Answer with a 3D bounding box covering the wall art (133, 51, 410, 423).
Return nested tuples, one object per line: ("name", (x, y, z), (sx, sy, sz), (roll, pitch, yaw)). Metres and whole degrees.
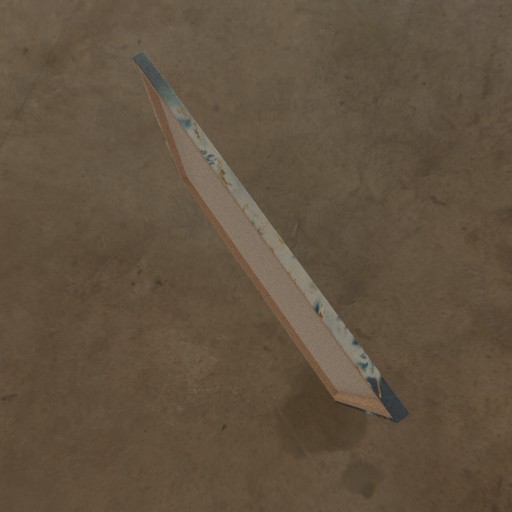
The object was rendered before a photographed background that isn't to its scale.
("wall art", (0.000, 0.000, 1.455), (0.035, 0.759, 1.138), (-34, 77, -8))
